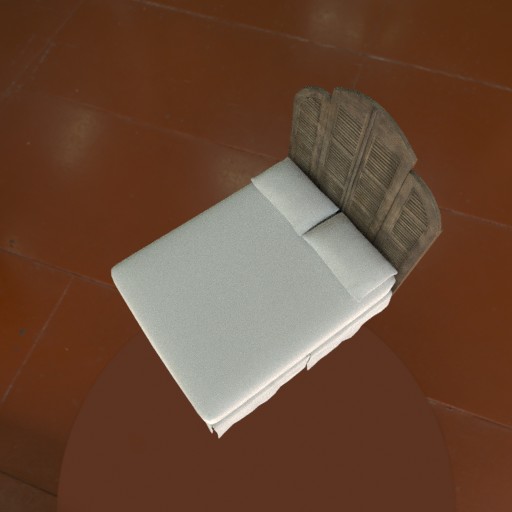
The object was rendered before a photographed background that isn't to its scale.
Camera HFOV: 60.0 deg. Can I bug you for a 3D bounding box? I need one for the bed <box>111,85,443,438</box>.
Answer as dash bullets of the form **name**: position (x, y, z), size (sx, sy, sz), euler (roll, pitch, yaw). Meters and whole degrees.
- **bed**: position (0.000, 0.000, 3.559), size (2.138, 2.019, 1.713), euler (-33, 69, -15)
